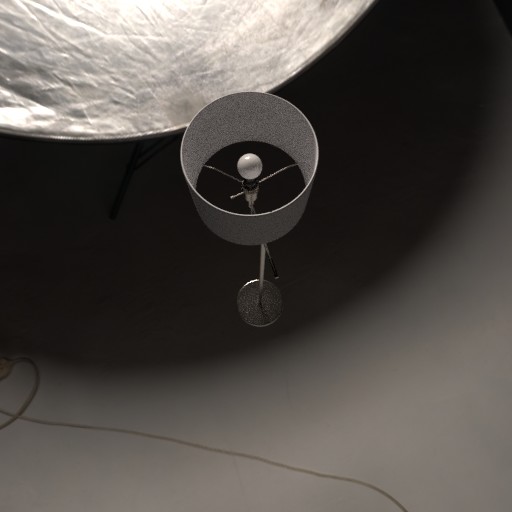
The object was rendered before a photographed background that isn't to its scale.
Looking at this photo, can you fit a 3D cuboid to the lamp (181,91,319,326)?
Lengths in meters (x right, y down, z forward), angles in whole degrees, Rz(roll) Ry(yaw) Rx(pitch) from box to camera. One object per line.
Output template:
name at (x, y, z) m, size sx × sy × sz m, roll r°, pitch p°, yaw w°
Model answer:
lamp at (0.000, 0.000, 1.797) m, size 0.324 × 1.600 × 0.416 m, roll -18°, pitch 76°, yaw -5°
